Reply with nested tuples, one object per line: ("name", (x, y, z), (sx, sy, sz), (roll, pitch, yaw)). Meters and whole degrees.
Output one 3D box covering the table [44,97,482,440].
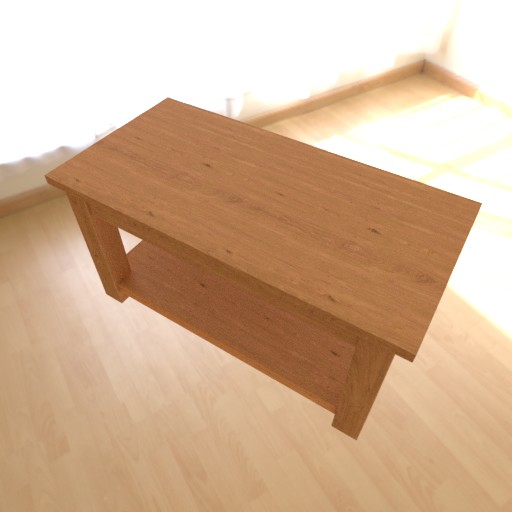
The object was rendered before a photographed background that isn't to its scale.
("table", (0.000, 0.000, 1.177), (0.899, 0.452, 0.450), (25, 52, 21))
